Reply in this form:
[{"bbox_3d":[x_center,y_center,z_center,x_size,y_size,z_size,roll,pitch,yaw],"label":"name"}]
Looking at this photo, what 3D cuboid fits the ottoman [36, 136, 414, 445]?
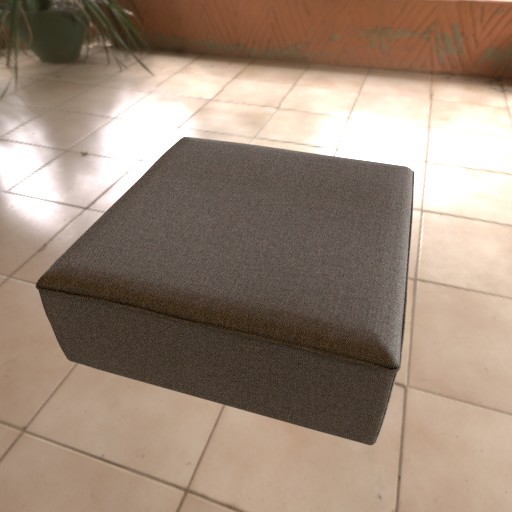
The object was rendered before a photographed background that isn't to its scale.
[{"bbox_3d":[0.000,0.000,1.594,1.017,0.423,1.023,11,41,14],"label":"ottoman"}]
